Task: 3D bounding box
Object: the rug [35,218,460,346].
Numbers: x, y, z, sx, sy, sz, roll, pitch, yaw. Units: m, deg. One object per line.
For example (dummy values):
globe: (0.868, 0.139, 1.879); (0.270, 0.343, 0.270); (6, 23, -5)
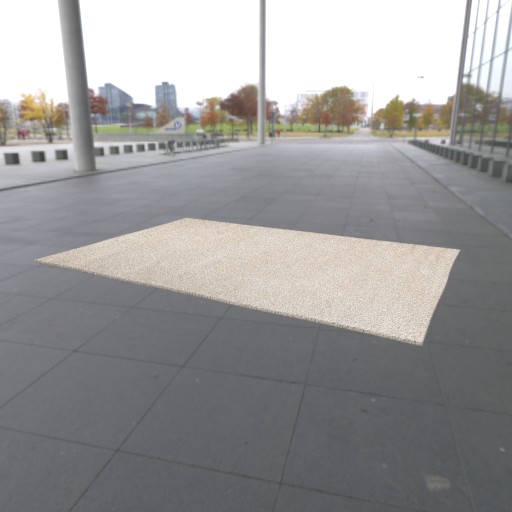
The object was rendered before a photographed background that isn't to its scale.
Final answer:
rug: (0.000, 0.000, 3.373); (2.699, 0.025, 1.800); (9, 18, 28)
